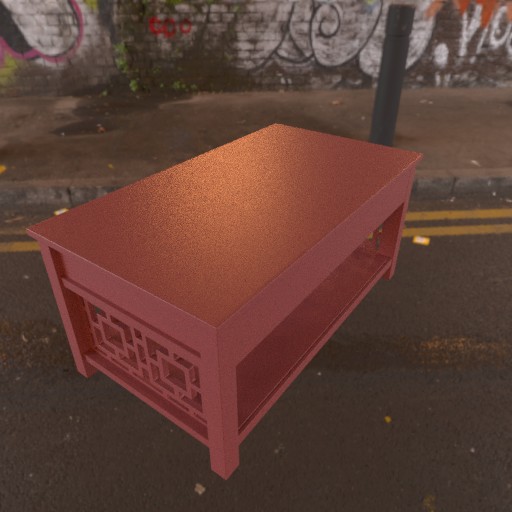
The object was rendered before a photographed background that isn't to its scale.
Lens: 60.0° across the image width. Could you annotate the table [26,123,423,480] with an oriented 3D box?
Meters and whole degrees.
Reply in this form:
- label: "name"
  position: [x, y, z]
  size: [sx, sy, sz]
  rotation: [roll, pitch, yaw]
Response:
- label: "table"
  position: [0.000, 0.000, 1.412]
  size: [0.612, 0.493, 1.068]
  rotation: [22, 39, 30]
